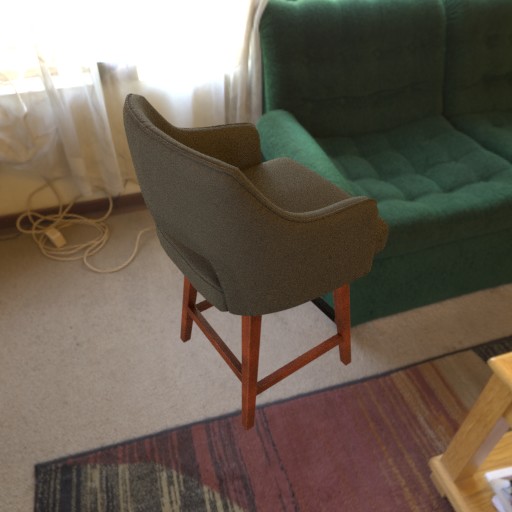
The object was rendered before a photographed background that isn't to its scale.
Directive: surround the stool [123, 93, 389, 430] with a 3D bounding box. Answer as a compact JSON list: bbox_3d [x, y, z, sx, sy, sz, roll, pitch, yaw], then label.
[{"bbox_3d":[0.000,0.000,1.254,0.558,0.912,0.548,-25,47,-26],"label":"stool"}]
